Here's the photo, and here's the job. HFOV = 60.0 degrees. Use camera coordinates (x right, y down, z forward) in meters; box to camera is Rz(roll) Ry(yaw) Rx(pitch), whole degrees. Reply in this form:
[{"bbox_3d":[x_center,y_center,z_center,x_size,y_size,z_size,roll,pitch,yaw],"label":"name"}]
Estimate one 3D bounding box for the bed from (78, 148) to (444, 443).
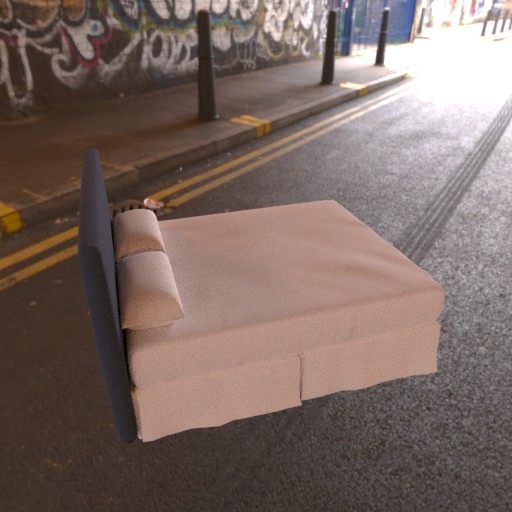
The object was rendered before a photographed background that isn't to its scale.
[{"bbox_3d":[0.000,0.000,3.169,2.162,1.330,1.713,-9,31,-15],"label":"bed"}]
